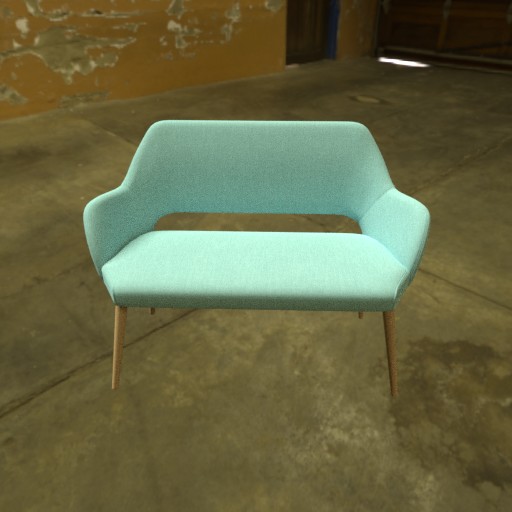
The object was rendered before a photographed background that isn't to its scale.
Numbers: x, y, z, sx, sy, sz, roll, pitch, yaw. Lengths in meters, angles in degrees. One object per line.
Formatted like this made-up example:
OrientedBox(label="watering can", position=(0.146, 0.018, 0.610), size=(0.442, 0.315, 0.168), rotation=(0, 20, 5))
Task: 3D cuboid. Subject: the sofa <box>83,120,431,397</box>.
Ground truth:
OrientedBox(label="sofa", position=(0.000, 0.000, 1.635), size=(1.150, 0.840, 0.610), rotation=(1, 31, 2))
